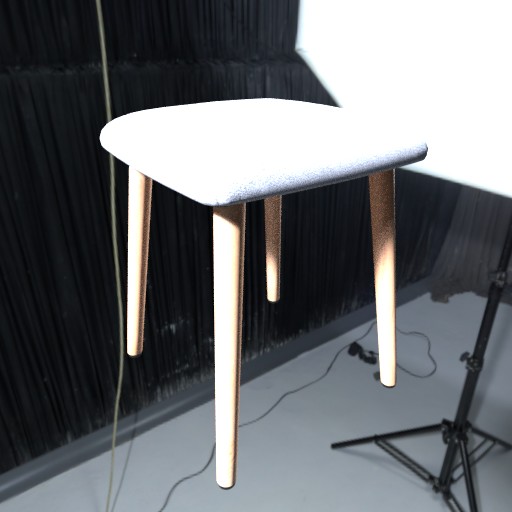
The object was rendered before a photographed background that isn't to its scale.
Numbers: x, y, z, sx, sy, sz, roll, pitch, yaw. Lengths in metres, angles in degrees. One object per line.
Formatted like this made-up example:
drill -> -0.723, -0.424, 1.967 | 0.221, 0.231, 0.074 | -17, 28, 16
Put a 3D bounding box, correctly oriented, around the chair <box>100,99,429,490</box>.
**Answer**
chair -> 0.000, 0.000, 0.687 | 0.350, 0.440, 0.350 | -17, 31, -31
